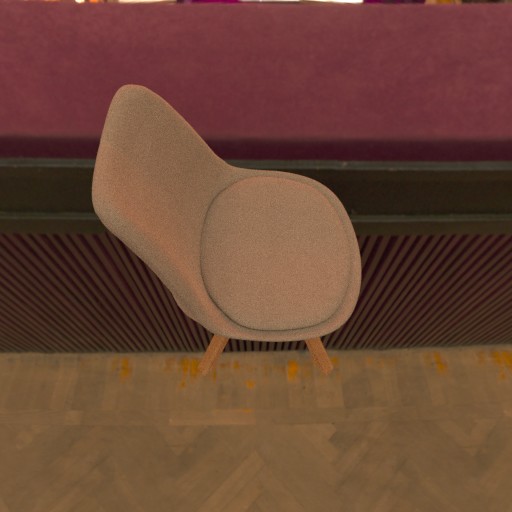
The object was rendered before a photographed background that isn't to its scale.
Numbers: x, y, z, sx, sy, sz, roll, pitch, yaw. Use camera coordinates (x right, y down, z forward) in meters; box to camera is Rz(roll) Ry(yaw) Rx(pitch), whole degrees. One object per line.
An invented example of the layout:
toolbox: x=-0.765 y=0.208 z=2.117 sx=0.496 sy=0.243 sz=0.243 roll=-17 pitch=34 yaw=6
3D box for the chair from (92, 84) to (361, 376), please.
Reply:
chair: x=0.000 y=0.000 z=1.143 sx=0.549 sy=0.863 sz=0.474 roll=1 pitch=63 yaw=0
